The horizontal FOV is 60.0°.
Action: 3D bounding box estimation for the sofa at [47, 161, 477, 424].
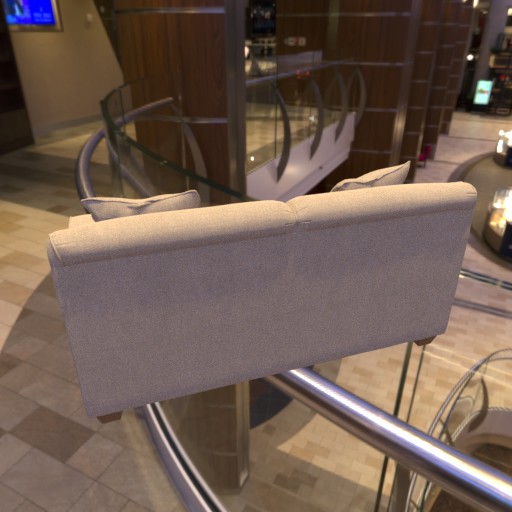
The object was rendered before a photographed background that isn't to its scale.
[{"bbox_3d":[0.000,0.000,2.351,1.846,0.958,0.998,-9,28,-17],"label":"sofa"}]
